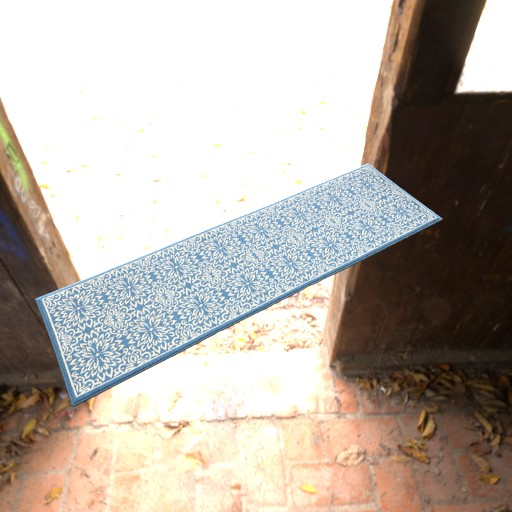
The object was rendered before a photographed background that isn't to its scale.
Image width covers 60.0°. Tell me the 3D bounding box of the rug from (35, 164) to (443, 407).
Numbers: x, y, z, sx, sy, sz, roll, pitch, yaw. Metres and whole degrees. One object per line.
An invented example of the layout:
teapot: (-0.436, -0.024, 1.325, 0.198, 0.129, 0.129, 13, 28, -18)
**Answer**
rug: (0.000, 0.000, 2.424, 2.196, 0.011, 0.662, -24, 52, -21)
